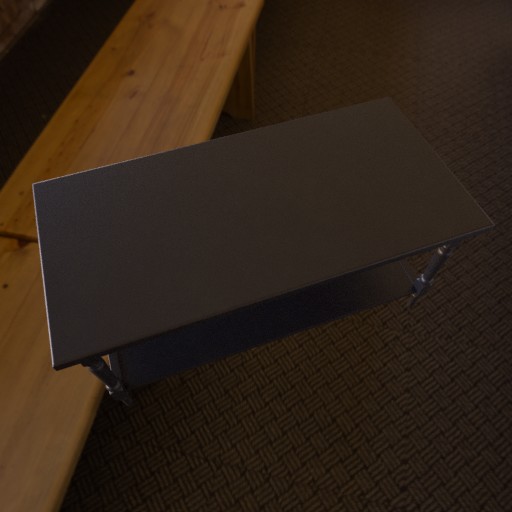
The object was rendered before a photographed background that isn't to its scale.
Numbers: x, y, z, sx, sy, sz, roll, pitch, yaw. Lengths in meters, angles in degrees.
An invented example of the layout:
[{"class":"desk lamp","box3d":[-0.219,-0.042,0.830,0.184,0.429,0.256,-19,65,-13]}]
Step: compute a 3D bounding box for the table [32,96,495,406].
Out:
[{"class":"table","box3d":[0.000,0.000,1.386,1.107,0.510,0.550,-17,58,-11]}]
